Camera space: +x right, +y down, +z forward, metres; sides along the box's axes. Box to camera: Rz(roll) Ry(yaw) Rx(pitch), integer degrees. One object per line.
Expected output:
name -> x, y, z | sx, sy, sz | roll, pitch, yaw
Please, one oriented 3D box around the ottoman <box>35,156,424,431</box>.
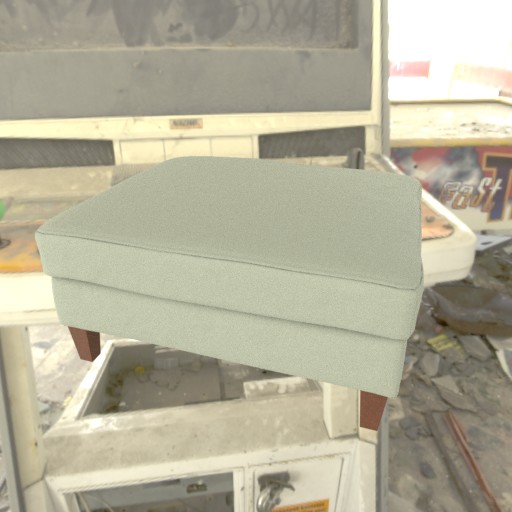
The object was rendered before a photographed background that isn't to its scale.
ottoman -> 0.000, 0.000, 1.460 | 0.991, 0.494, 0.842 | 8, 28, 16
